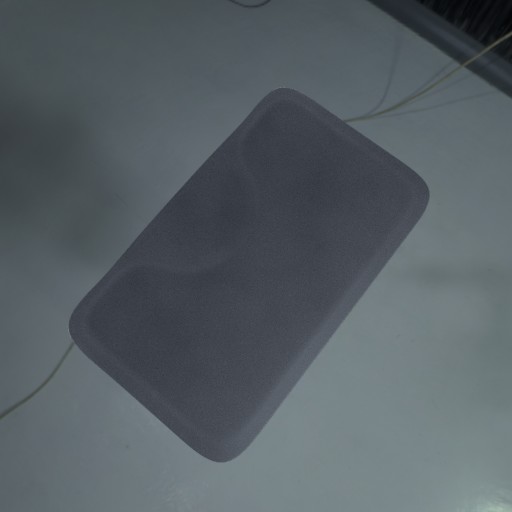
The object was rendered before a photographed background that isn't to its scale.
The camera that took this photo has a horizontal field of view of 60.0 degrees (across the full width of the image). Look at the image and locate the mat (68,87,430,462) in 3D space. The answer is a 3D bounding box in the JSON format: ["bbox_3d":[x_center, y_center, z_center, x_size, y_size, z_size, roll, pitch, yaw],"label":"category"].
[{"bbox_3d":[0.000,0.000,1.910,0.918,0.013,1.524,38,79,9],"label":"mat"}]
